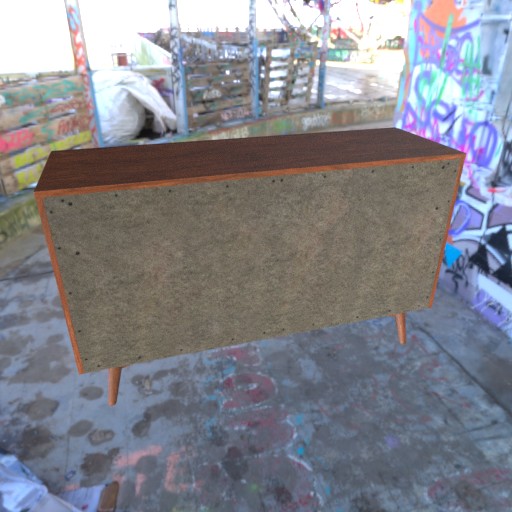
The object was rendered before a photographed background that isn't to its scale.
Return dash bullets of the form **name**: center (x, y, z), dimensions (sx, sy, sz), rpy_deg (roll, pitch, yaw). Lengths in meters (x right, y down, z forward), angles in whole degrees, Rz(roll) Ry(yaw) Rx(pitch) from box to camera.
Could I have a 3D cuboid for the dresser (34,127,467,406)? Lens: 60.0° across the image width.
- **dresser**: center (0.000, 0.000, 1.869), dimensions (1.472, 0.889, 0.500), rpy_deg (-8, 29, -15)
